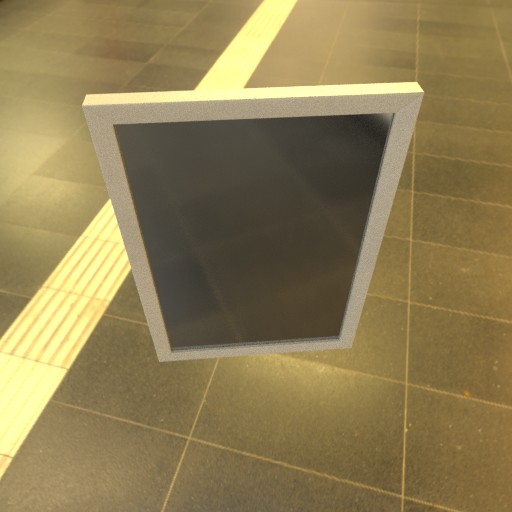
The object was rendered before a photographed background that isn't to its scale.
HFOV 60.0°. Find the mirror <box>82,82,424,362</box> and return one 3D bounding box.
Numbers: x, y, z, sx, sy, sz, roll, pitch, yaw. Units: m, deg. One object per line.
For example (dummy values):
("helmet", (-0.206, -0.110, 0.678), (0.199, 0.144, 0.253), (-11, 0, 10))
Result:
("mirror", (0.000, 0.000, 0.923), (0.507, 0.710, 0.040), (-3, 46, -3))
